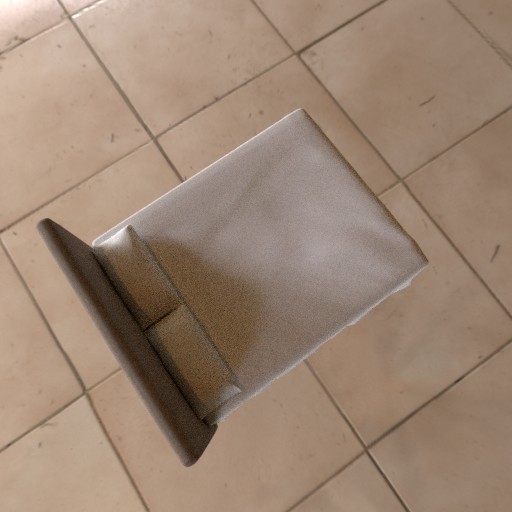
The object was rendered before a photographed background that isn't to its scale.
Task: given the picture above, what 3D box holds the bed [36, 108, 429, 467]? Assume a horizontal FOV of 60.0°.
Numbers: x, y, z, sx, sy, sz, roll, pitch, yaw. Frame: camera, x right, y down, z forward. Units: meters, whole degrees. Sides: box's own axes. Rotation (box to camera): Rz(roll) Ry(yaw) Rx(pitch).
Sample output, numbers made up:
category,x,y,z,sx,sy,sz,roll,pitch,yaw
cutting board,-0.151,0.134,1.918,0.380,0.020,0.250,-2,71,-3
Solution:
category,x,y,z,sx,sy,sz,roll,pitch,yaw
bed,0.000,0.000,3.233,2.142,1.330,1.723,-35,79,-8
